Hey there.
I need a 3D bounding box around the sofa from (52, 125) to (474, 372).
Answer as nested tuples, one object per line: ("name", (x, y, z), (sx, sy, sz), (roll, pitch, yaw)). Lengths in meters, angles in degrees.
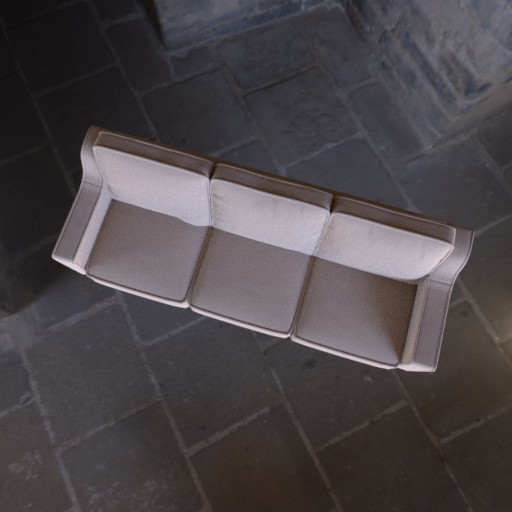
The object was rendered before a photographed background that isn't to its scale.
("sofa", (0.000, 0.000, 2.544), (2.131, 0.902, 0.791), (16, 76, 4))
